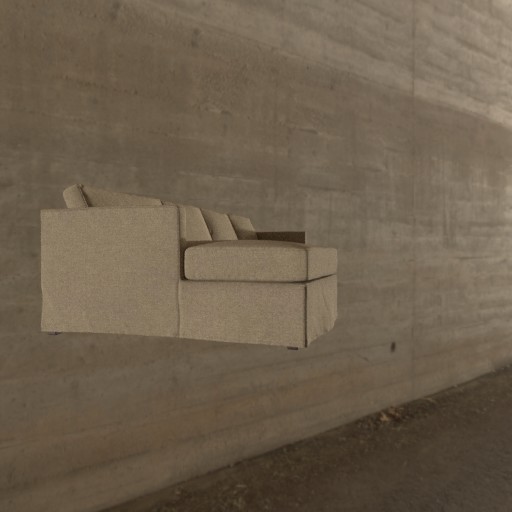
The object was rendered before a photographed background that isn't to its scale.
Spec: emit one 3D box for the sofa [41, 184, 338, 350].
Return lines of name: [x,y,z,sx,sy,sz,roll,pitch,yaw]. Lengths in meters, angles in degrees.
sofa: [0.000,0.000,3.837,1.638,0.920,3.198,0,0,19]
